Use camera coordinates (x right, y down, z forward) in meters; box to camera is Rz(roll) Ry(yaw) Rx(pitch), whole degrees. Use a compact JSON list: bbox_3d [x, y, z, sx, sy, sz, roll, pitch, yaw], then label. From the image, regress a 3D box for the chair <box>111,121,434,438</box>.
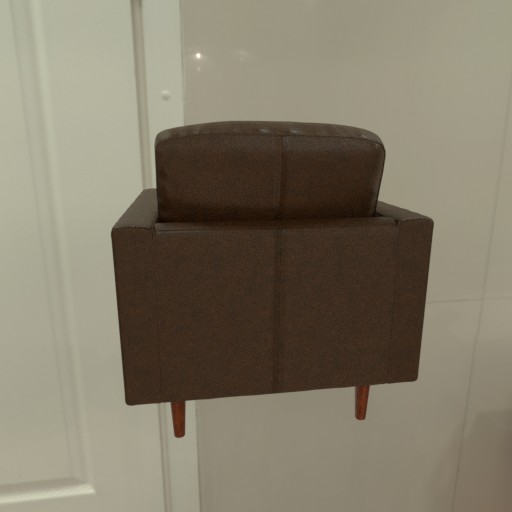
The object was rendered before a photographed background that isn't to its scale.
[{"bbox_3d":[0.000,0.000,1.675,0.890,0.956,0.909,-2,15,-8],"label":"chair"}]
